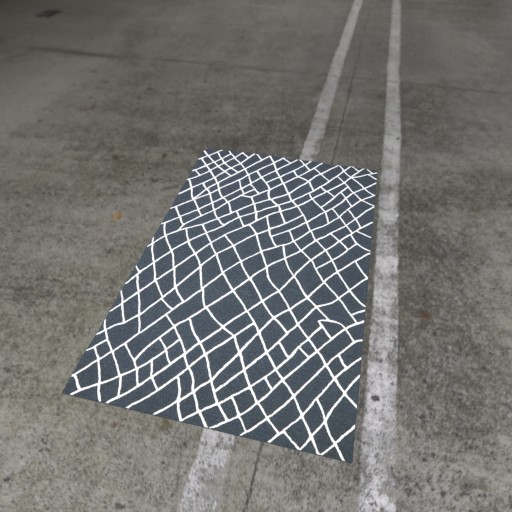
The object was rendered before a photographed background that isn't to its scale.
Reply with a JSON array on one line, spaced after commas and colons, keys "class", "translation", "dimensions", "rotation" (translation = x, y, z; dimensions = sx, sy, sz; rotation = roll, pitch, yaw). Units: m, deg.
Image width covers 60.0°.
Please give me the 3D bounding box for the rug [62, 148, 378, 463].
[{"class": "rug", "translation": [0.000, 0.000, 3.047], "dimensions": [1.529, 0.017, 2.448], "rotation": [10, 47, 9]}]
